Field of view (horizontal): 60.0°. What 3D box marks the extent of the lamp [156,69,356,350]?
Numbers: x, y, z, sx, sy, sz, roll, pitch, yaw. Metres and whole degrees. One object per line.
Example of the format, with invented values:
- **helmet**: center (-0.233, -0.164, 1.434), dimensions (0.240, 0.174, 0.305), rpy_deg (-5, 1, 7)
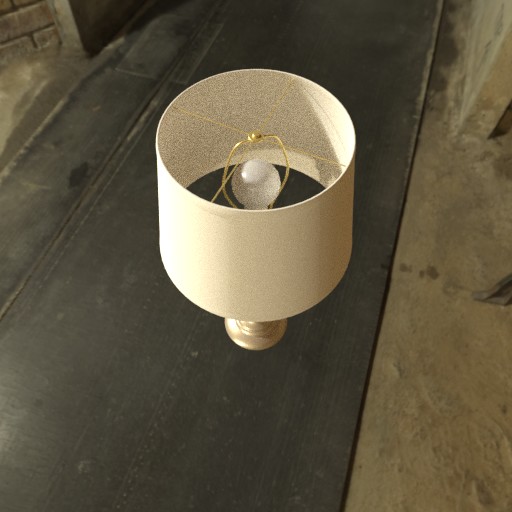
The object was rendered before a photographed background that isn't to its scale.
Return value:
- **lamp**: center (0.000, 0.000, 0.828), dimensions (0.328, 0.612, 0.328), rpy_deg (0, 59, 0)
